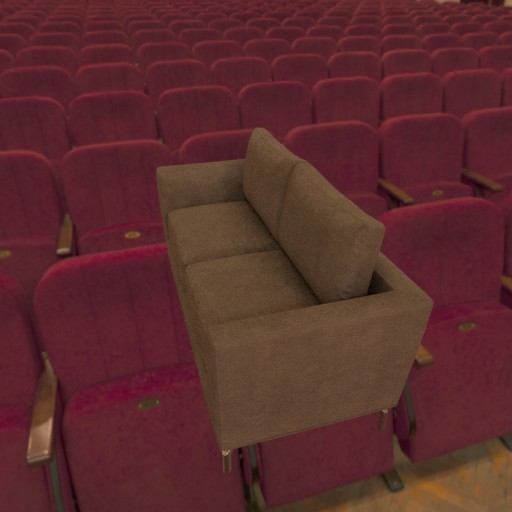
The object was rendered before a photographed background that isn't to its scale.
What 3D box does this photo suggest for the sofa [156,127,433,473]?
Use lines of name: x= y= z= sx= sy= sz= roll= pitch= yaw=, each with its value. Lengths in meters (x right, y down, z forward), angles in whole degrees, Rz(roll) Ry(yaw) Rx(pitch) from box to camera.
sofa: x=0.000 y=0.000 z=2.406 sx=0.855 sy=1.013 sz=1.832 roll=-9 pitch=31 yaw=-14
